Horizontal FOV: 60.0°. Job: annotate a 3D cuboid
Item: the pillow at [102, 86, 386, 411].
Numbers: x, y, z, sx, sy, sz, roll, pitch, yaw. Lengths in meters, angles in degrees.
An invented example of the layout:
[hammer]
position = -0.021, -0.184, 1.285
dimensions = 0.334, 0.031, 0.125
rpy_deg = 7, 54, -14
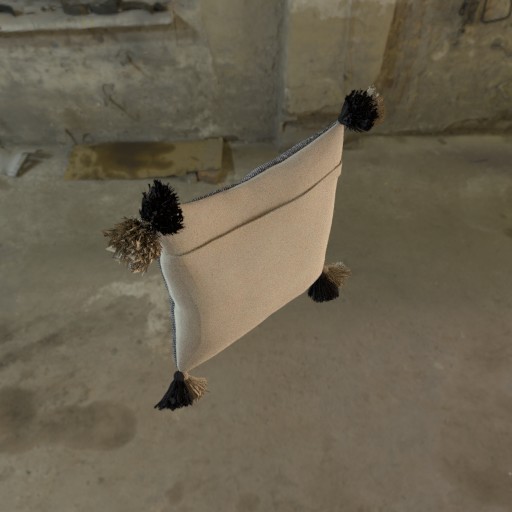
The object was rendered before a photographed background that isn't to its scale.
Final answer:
[pillow]
position = 0.000, 0.000, 0.979
dimensions = 0.654, 0.659, 0.170
rpy_deg = -32, 55, -26
